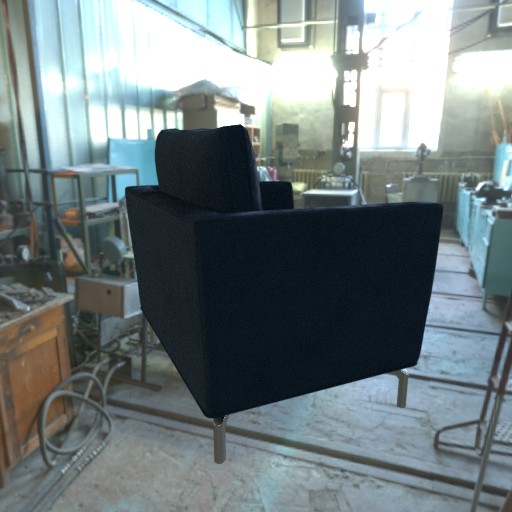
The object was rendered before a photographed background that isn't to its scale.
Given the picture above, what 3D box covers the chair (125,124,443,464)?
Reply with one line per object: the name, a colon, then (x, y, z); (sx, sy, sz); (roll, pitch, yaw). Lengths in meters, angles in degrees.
chair: (0.000, 0.000, 1.583); (0.746, 0.893, 0.977); (-6, 15, -24)
